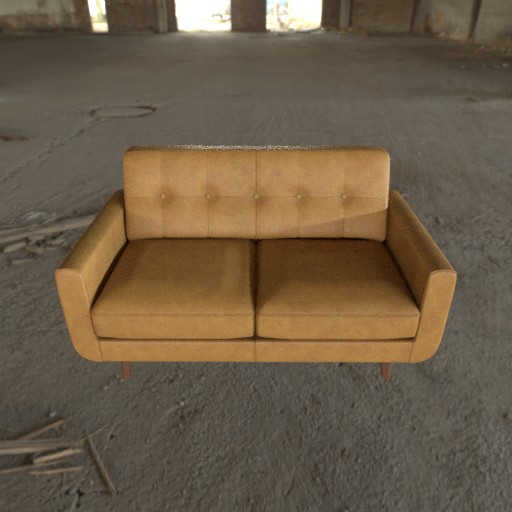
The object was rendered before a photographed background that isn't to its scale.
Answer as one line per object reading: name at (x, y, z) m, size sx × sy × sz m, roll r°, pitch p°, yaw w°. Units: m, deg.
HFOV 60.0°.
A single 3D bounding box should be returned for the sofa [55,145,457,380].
sofa at (0.000, 0.000, 2.264) m, size 1.651 × 0.925 × 0.952 m, roll 0°, pitch 30°, yaw 0°
